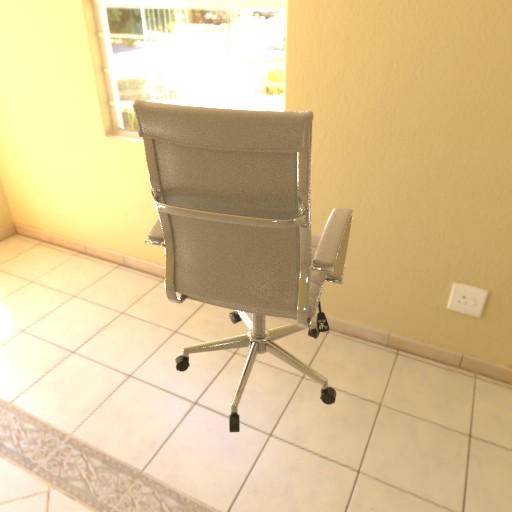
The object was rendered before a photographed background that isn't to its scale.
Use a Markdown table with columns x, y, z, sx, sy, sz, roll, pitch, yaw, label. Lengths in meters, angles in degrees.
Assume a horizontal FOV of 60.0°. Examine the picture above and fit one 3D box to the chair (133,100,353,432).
| x | y | z | sx | sy | sz | roll | pitch | yaw | label |
| --- | --- | --- | --- | --- | --- | --- | --- | --- | --- |
| 0.000 | 0.000 | 1.564 | 0.679 | 1.149 | 0.667 | 9 | 32 | 14 | chair |
